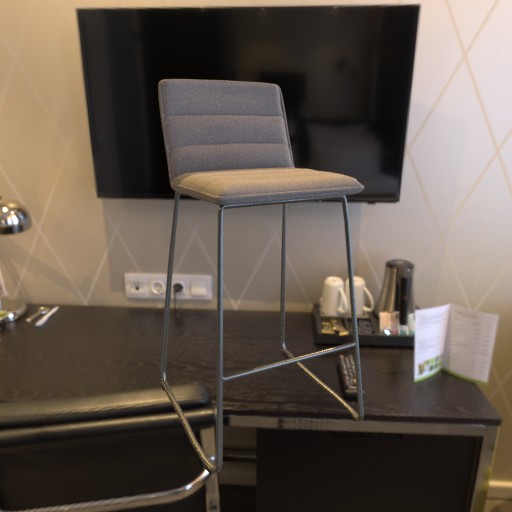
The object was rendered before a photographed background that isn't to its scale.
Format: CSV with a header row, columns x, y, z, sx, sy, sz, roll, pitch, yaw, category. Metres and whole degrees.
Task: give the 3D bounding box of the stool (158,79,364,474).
x,y,z,sx,sy,sz,roll,pitch,yaw,category
0.000,0.000,1.254,0.490,0.960,0.490,-8,19,-25,stool
